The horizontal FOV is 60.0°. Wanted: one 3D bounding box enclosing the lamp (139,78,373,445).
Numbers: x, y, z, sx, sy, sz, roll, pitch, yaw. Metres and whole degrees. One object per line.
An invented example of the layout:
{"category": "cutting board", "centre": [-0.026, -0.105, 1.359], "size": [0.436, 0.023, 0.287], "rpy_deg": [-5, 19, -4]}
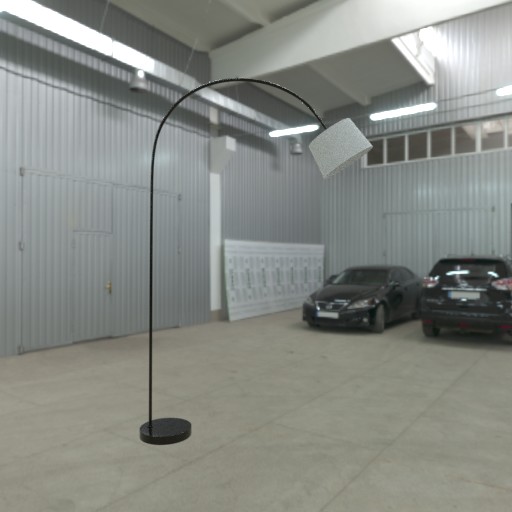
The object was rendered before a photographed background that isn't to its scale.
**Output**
{"category": "lamp", "centre": [0.000, 0.000, 2.609], "size": [1.363, 2.104, 0.331], "rpy_deg": [0, 0, 1]}
